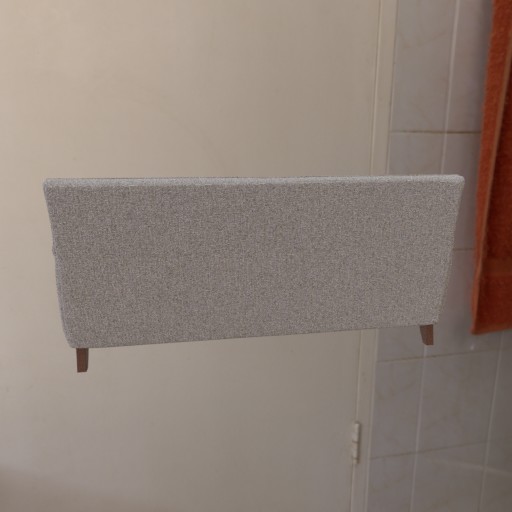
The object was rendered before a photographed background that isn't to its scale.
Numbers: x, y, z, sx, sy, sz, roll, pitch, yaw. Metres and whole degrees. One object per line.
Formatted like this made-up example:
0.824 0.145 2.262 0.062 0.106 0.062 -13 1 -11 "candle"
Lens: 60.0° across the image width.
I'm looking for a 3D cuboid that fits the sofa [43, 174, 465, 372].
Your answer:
0.000 0.000 2.533 2.026 0.942 0.854 -2 14 -9 "sofa"
